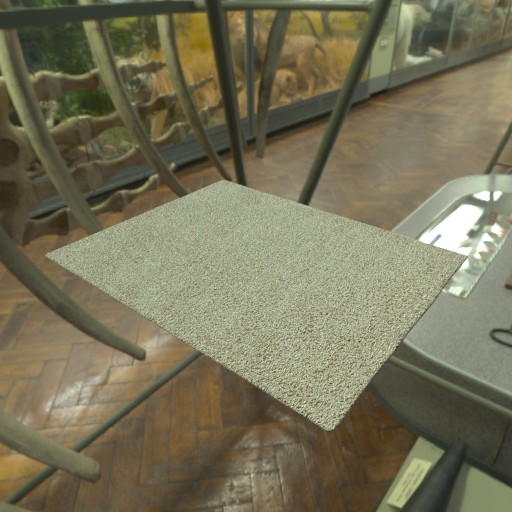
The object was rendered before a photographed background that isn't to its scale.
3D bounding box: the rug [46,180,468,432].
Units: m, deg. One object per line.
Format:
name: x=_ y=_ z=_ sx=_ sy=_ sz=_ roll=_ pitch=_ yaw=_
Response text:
rug: x=0.000 y=0.000 z=4.072 sx=3.047 sy=0.029 sz=2.438 roll=22 pitch=37 yaw=33
